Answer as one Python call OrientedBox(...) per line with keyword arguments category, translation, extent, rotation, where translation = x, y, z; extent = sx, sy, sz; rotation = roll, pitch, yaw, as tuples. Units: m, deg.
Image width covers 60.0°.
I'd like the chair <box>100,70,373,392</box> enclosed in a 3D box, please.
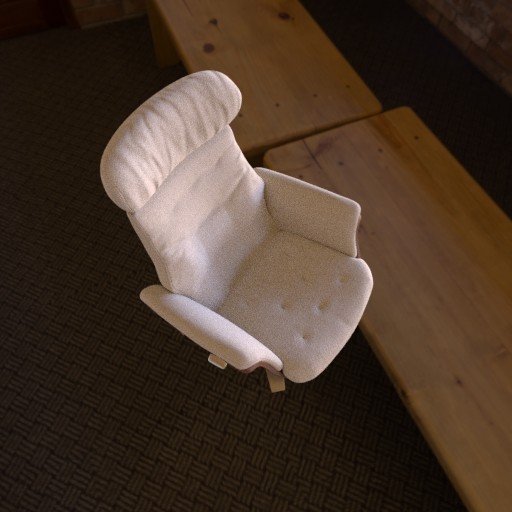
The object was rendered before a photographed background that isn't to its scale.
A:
OrientedBox(category="chair", translation=(0.000, 0.000, 1.587), extent=(0.837, 0.995, 0.785), rotation=(31, 64, 17))
